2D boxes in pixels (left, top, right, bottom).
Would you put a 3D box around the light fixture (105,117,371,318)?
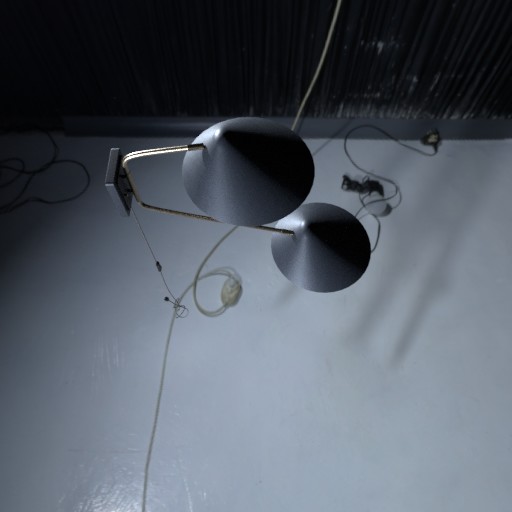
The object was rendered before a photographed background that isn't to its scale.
[{"bbox_3d":[0.000,0.000,0.849,0.422,0.665,0.189,-1,63,0],"label":"light fixture"}]
